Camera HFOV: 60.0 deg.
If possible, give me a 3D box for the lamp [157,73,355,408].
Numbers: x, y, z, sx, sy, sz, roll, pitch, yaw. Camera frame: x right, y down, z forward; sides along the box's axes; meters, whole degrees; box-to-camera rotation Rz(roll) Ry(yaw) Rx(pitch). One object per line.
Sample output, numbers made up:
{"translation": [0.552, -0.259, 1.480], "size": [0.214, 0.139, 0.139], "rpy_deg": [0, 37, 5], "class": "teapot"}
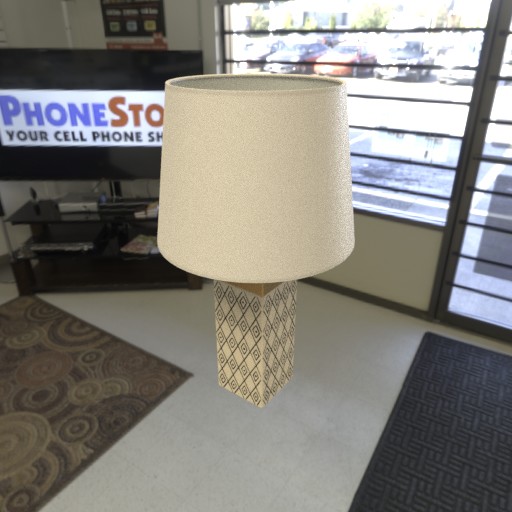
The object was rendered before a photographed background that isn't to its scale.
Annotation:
{"translation": [0.000, 0.000, 0.589], "size": [0.251, 0.435, 0.251], "rpy_deg": [0, 27, 0], "class": "lamp"}
